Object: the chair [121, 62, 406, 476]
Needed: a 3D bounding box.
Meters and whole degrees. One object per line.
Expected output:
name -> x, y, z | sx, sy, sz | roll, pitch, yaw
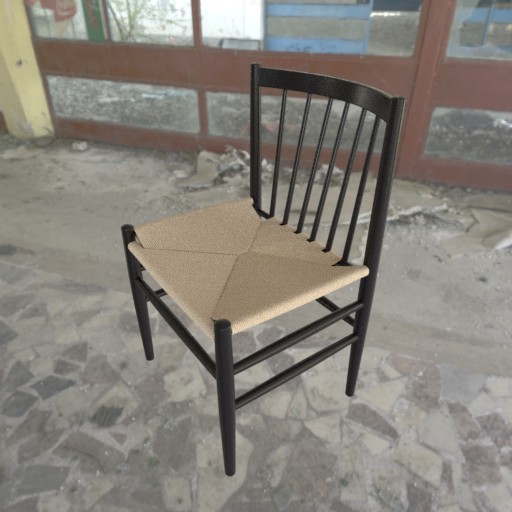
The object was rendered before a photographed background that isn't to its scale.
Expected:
chair -> 0.000, 0.000, 1.119 | 0.516, 0.818, 0.495 | -21, 38, -29
